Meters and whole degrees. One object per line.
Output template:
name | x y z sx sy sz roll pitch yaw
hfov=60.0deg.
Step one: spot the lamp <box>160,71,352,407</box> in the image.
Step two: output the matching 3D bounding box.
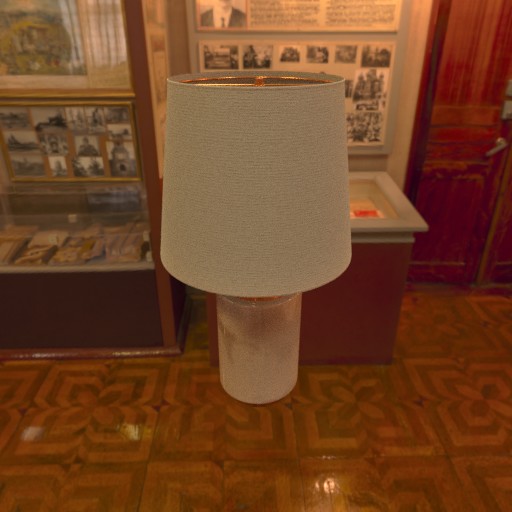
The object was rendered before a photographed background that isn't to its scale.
lamp | 0.000 0.000 0.453 0.189 0.340 0.189 0 27 0
